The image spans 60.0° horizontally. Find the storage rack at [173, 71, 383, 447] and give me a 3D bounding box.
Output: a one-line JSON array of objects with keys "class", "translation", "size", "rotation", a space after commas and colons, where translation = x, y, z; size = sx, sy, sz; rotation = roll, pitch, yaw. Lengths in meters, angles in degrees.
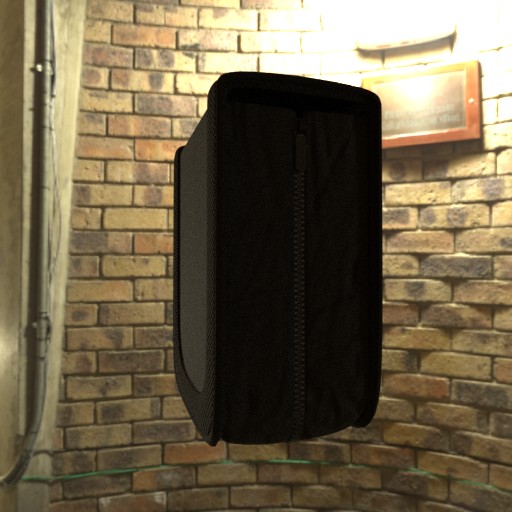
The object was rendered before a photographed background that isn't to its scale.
[{"class": "storage rack", "translation": [0.000, 0.000, 0.541], "size": [0.168, 0.387, 0.297], "rotation": [0, -1, -18]}]
